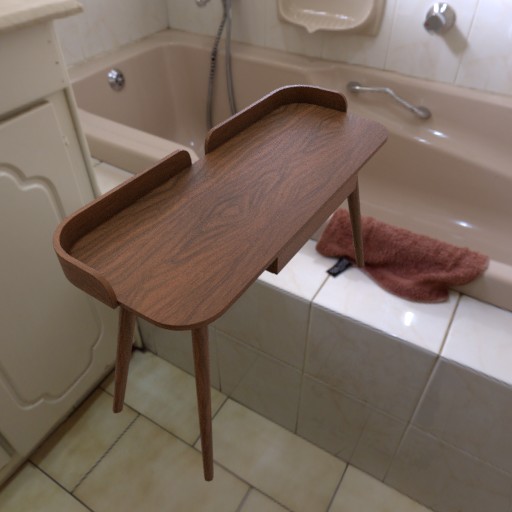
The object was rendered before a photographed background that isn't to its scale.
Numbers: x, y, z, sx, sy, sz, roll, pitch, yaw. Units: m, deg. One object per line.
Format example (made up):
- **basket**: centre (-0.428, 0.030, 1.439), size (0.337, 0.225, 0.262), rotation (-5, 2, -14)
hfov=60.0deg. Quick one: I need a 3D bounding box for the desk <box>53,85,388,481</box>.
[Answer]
- **desk**: centre (0.000, 0.000, 1.634), size (0.486, 0.800, 1.256), rotation (24, 47, 24)
